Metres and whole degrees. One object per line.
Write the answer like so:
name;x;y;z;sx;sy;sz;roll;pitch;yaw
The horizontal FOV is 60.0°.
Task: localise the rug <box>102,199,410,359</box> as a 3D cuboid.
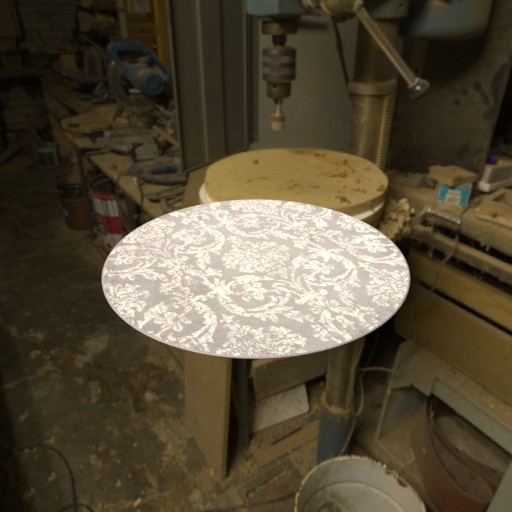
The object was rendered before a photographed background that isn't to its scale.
rug;0.000;0.000;2.390;1.593;0.012;1.593;0;30;0
